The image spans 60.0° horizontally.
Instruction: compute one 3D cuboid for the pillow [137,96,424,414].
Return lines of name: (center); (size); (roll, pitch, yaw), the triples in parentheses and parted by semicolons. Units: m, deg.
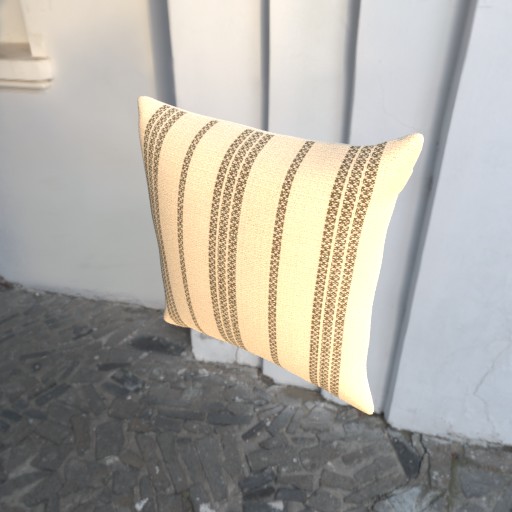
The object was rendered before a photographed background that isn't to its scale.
pillow: (0.000, 0.000, 0.640); (0.405, 0.406, 0.173); (18, 34, 28)
